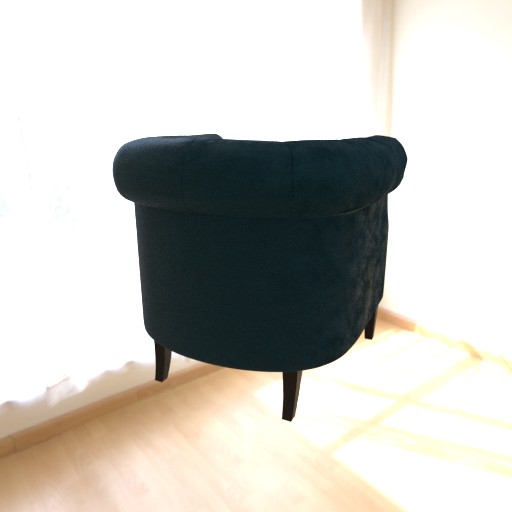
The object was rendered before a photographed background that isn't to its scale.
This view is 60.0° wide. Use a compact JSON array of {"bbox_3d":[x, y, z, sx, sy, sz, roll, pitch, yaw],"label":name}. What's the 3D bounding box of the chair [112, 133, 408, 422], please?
[{"bbox_3d":[0.000,0.000,1.568,0.904,0.826,0.851,8,18,25],"label":"chair"}]
